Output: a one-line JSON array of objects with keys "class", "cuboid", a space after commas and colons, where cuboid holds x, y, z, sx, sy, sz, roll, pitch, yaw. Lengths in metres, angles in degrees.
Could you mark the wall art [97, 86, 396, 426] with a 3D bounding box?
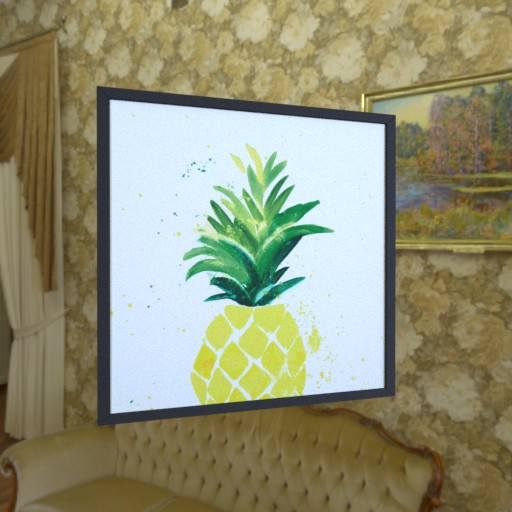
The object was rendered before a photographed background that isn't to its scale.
[{"class": "wall art", "cuboid": [0.000, 0.000, 0.454, 0.305, 0.304, 0.033, 0, 0, -16]}]
